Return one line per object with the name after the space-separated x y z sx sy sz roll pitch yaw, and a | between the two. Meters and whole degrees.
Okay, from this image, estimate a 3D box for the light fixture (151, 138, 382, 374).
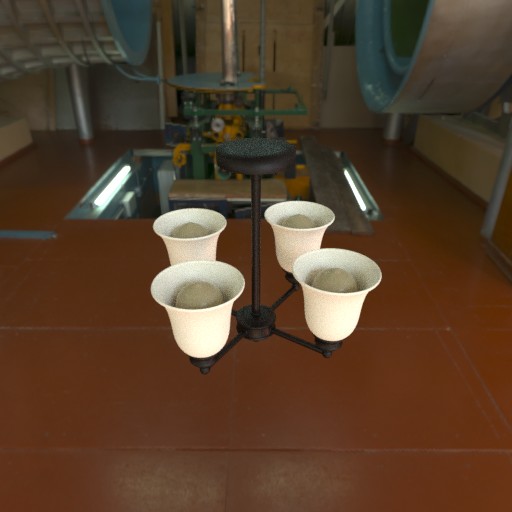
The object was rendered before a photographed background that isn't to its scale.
0.000 0.000 1.884 1.069 0.925 1.069 19 34 30 | light fixture
